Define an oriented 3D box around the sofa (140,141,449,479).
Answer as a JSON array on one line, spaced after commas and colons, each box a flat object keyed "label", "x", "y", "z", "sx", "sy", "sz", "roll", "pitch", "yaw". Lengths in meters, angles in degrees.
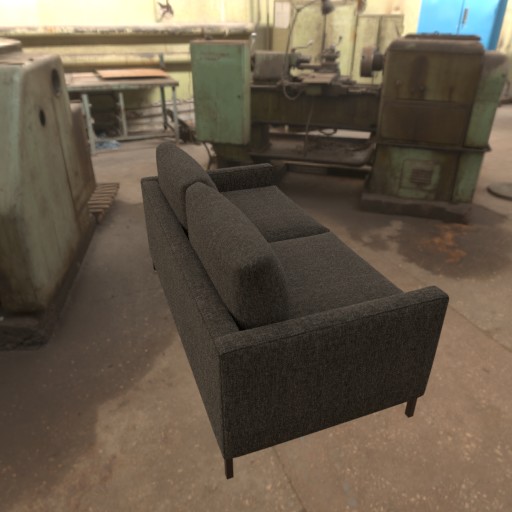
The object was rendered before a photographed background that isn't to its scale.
[{"label": "sofa", "x": 0.000, "y": 0.000, "z": 2.205, "sx": 0.866, "sy": 0.862, "sz": 1.716, "roll": -10, "pitch": 30, "yaw": -18}]
